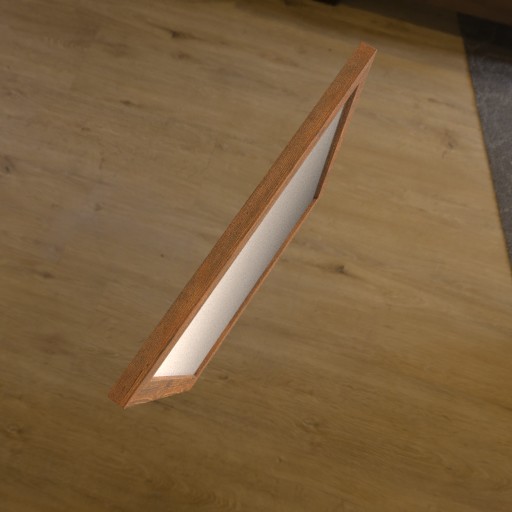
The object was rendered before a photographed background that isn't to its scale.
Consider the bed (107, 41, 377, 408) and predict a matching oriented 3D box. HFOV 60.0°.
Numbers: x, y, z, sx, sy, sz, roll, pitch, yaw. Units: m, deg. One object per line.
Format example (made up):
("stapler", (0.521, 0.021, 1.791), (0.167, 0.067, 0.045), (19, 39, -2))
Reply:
("bed", (0.000, 0.000, 1.479), (0.046, 0.942, 1.046), (33, 78, 8))
